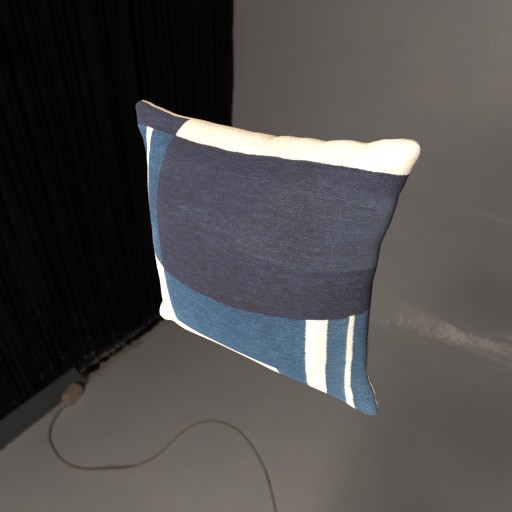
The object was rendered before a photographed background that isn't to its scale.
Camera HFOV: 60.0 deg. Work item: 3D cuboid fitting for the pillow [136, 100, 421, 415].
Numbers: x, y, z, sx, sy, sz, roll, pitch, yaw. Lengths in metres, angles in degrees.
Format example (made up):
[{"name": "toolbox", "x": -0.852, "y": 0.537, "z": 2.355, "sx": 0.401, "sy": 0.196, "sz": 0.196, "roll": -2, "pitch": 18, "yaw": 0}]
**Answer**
[{"name": "pillow", "x": 0.000, "y": 0.000, "z": 0.808, "sx": 0.536, "sy": 0.506, "sz": 0.229, "roll": 19, "pitch": 36, "yaw": 28}]
